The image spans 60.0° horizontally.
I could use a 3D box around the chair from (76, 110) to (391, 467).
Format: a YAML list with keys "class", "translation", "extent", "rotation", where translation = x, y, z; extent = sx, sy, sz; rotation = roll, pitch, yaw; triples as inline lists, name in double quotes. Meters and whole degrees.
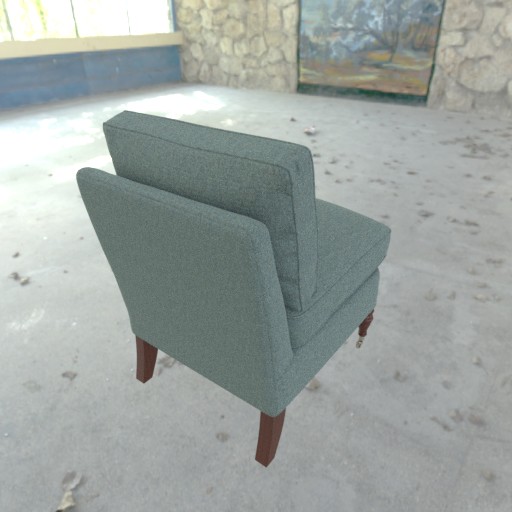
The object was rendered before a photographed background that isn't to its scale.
- class: "chair"
  translation: [0.000, 0.000, 1.418]
  extent: [0.624, 0.901, 0.796]
  rotation: [21, 35, 32]
